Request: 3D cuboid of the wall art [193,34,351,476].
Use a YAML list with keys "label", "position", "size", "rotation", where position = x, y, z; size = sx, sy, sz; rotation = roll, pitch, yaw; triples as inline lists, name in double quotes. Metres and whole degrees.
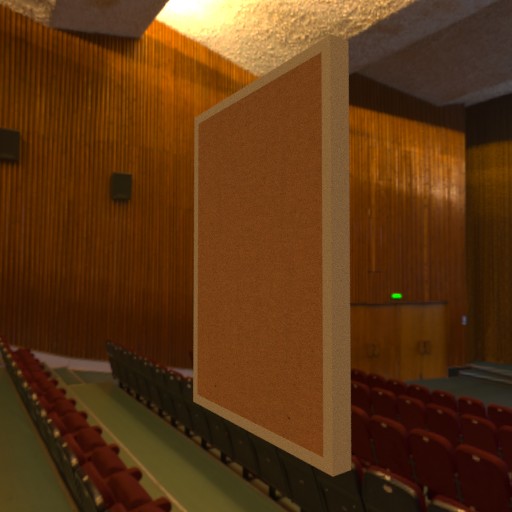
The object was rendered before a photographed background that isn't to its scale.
- label: "wall art"
  position: [0.000, 0.000, 0.556]
  size: [0.025, 0.428, 0.293]
  rotation: [1, -2, -35]
